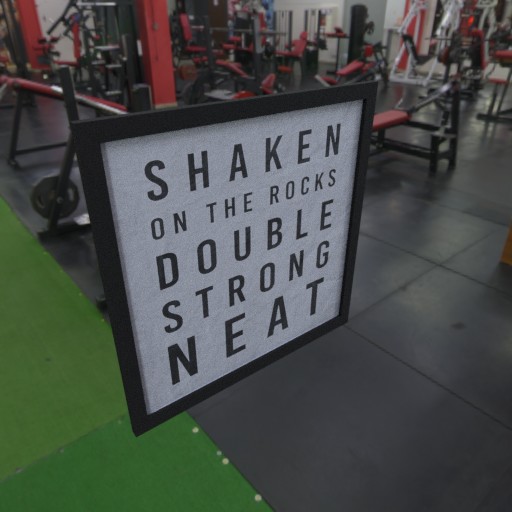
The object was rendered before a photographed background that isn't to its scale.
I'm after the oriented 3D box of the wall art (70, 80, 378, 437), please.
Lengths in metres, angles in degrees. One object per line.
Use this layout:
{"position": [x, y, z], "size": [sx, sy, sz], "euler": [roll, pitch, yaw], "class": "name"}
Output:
{"position": [0.000, 0.000, 0.669], "size": [0.456, 0.458, 0.013], "euler": [-20, 35, -32], "class": "wall art"}
